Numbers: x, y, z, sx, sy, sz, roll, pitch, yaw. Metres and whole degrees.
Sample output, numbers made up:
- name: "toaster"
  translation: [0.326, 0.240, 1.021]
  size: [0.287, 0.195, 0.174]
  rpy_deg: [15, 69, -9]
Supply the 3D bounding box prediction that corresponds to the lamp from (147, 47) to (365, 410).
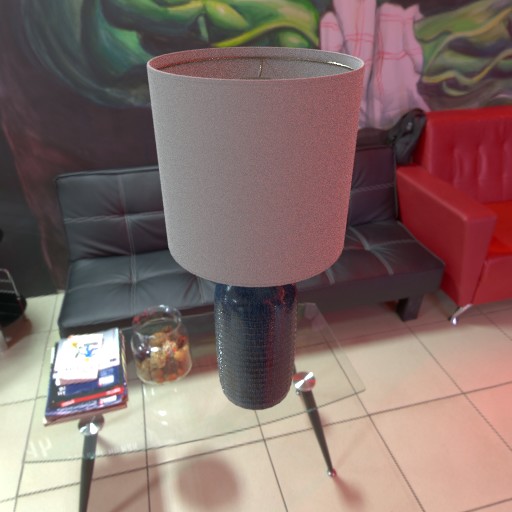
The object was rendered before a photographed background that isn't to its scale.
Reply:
- name: "lamp"
  translation: [0.000, 0.000, 0.582]
  size: [0.220, 0.475, 0.220]
  rpy_deg: [10, 33, 15]
